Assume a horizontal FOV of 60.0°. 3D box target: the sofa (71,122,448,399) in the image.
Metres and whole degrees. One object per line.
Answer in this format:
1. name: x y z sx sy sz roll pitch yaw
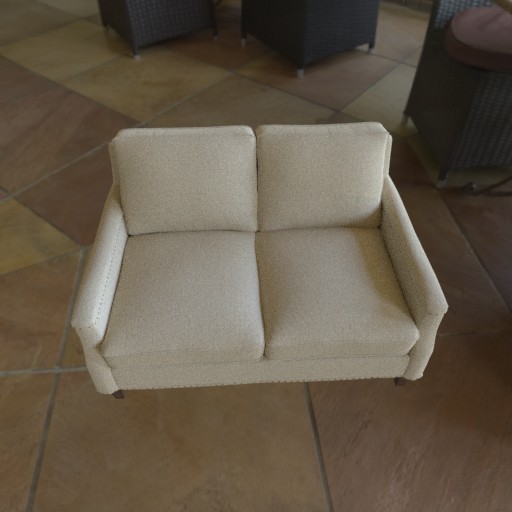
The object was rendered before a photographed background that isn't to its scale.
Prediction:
1. sofa: 0.000 0.000 2.250 1.597 1.003 1.084 -2 47 -2
